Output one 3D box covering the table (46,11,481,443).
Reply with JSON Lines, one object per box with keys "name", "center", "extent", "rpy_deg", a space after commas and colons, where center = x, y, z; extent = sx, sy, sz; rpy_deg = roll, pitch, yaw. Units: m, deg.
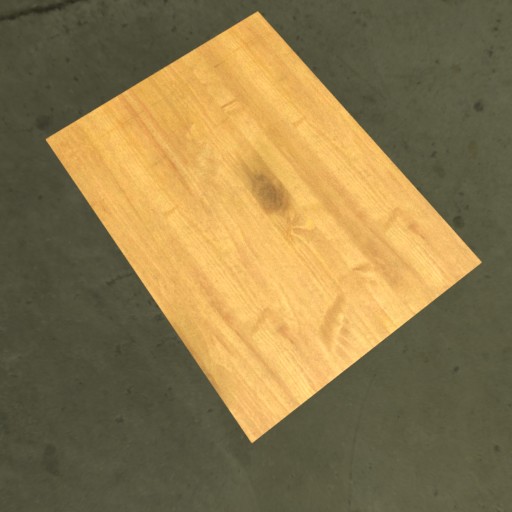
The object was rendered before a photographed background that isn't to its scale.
{"name": "table", "center": [0.000, 0.000, 1.196], "extent": [0.500, 0.813, 0.660], "rpy_deg": [-35, 78, -9]}
